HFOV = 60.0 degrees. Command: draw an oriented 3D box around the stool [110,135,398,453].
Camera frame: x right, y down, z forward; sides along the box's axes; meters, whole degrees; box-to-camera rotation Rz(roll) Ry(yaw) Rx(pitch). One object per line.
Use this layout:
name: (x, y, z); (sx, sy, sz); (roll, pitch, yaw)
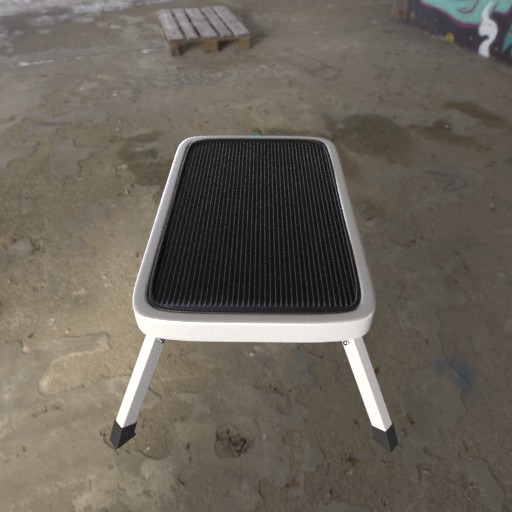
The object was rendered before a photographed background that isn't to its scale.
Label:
stool: (0.000, 0.000, 0.603); (0.320, 0.170, 0.460); (0, 41, 1)
